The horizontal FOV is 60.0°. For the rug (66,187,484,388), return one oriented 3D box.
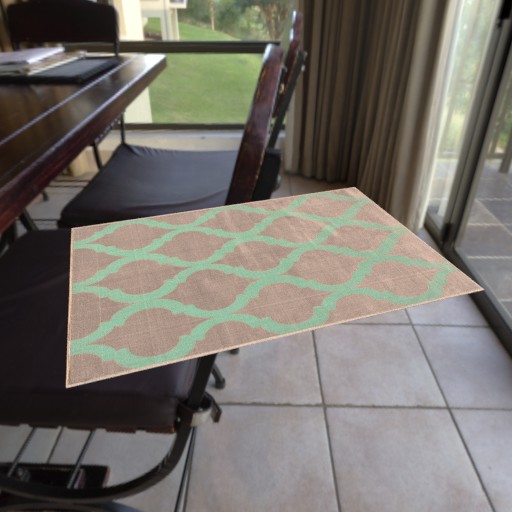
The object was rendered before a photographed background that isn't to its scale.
[{"bbox_3d":[0.000,0.000,2.879,2.286,0.006,1.524,-10,34,-15],"label":"rug"}]
